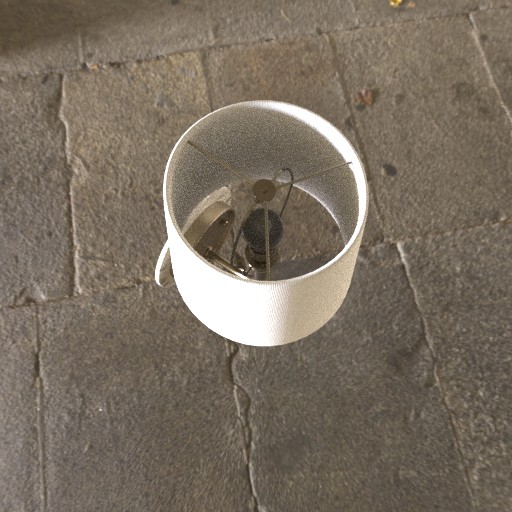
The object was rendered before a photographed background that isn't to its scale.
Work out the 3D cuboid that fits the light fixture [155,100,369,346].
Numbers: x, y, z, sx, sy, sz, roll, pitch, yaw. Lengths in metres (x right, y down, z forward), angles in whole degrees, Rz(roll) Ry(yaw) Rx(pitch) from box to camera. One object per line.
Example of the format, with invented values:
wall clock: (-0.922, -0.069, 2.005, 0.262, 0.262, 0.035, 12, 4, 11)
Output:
light fixture: (0.000, 0.000, 0.439, 0.188, 0.337, 0.168, 34, 77, 9)
